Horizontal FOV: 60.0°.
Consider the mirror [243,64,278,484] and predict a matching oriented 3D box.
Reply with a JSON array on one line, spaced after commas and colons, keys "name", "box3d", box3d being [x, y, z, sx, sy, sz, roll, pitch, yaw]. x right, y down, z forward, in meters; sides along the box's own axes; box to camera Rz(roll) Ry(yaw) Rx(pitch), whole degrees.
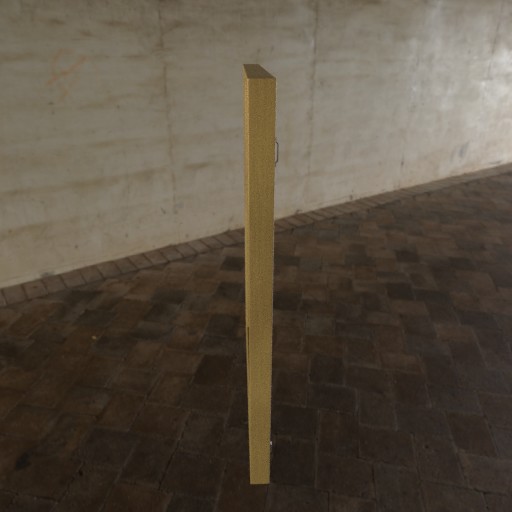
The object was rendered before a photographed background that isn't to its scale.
[{"name": "mirror", "box3d": [0.000, 0.000, 0.913, 0.040, 0.710, 0.507, -1, 25, -2]}]
